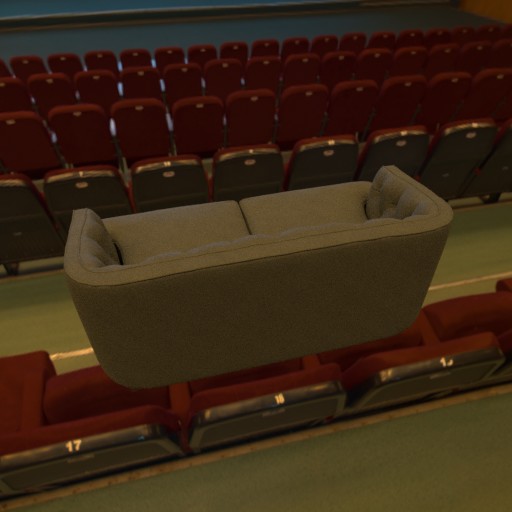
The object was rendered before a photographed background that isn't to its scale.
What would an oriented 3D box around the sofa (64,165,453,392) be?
[{"bbox_3d":[0.000,0.000,2.309,1.733,0.855,0.941,-10,43,-10],"label":"sofa"}]
